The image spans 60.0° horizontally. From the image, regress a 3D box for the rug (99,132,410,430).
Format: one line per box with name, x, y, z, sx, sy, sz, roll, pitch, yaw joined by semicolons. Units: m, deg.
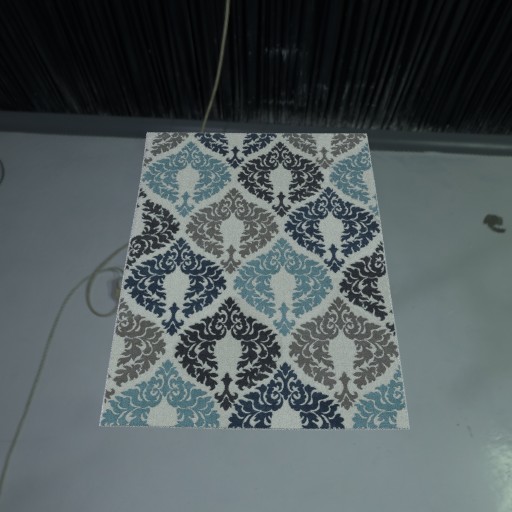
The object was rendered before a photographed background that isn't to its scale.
rug;0.000;0.000;4.147;2.423;0.014;3.040;0;62;0
